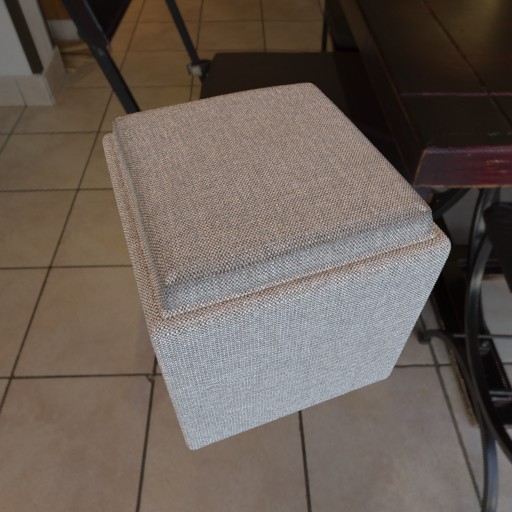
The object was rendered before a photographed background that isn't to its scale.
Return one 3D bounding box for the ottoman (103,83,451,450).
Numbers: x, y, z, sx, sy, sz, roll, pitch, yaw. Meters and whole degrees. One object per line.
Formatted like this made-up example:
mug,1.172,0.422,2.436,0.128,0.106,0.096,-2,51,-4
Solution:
ottoman,0.000,0.000,0.845,0.436,0.487,0.454,-16,50,-13
